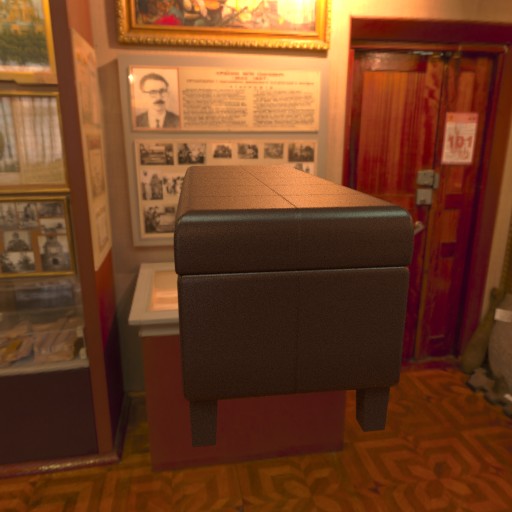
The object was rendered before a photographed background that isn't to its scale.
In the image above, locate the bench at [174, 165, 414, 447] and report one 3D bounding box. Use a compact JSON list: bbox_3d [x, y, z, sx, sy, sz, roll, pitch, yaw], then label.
[{"bbox_3d":[0.000,0.000,1.315,0.429,0.457,1.092,-2,16,-7],"label":"bench"}]
